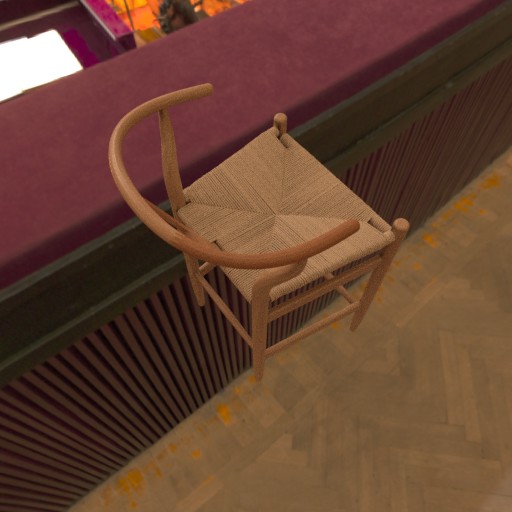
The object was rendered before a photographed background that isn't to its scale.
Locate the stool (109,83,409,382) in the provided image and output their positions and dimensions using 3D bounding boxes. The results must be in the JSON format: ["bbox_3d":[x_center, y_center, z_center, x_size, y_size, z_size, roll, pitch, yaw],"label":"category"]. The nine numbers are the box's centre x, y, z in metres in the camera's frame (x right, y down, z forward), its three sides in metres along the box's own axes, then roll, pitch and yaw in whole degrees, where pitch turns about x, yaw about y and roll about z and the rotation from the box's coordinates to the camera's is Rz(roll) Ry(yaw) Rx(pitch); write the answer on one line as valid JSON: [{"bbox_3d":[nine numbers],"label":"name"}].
[{"bbox_3d":[0.000,0.000,1.275,0.575,0.923,0.536,-32,63,-18],"label":"stool"}]
